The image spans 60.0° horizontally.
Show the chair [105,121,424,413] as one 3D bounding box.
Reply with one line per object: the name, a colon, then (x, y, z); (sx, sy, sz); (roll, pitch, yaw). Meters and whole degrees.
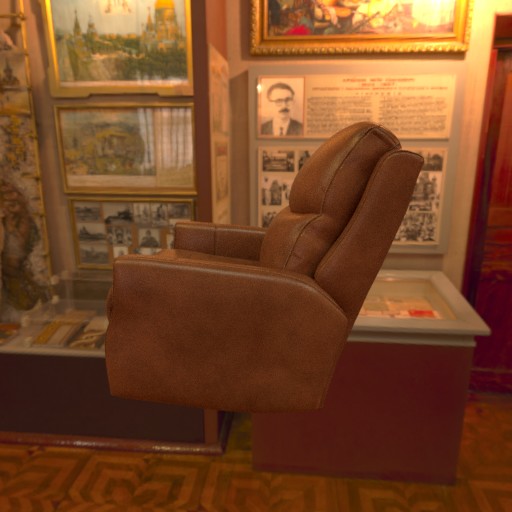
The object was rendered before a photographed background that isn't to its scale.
chair: (0.000, 0.000, 1.772); (1.072, 1.016, 0.821); (2, 15, 7)
